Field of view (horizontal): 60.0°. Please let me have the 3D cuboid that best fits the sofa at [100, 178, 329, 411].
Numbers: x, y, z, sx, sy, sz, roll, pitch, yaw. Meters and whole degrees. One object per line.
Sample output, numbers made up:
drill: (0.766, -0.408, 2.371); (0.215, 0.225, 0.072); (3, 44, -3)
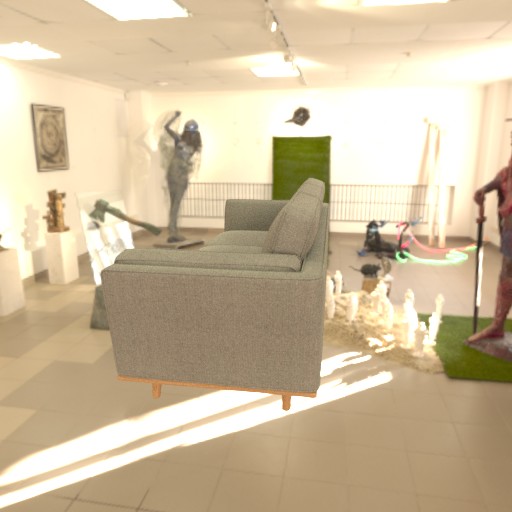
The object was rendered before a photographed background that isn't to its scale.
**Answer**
sofa: (0.000, 0.000, 2.850); (0.903, 0.899, 2.362); (2, 14, 9)
